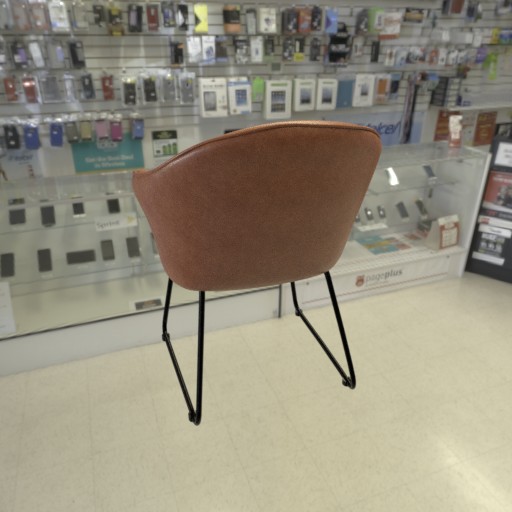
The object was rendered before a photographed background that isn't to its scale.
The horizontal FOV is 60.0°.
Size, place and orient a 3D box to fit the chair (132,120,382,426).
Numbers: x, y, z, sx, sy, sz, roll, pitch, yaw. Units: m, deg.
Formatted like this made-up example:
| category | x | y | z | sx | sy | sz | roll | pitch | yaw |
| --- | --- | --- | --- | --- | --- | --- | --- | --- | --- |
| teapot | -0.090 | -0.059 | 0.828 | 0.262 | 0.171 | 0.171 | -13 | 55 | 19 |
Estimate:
| category | x | y | z | sx | sy | sz | roll | pitch | yaw |
| --- | --- | --- | --- | --- | --- | --- | --- | --- | --- |
| chair | 0.000 | 0.000 | 1.181 | 0.582 | 0.785 | 0.580 | -8 | 28 | -16 |
